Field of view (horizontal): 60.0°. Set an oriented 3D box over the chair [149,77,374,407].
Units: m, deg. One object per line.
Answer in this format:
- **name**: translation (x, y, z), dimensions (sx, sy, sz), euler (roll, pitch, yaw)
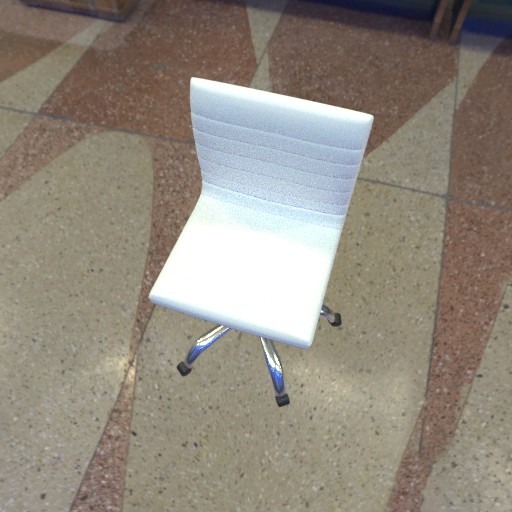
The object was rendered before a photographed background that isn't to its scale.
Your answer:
- **chair**: translation (0.000, 0.000, 1.153), dimensions (0.556, 0.780, 0.530), euler (15, 60, 9)
